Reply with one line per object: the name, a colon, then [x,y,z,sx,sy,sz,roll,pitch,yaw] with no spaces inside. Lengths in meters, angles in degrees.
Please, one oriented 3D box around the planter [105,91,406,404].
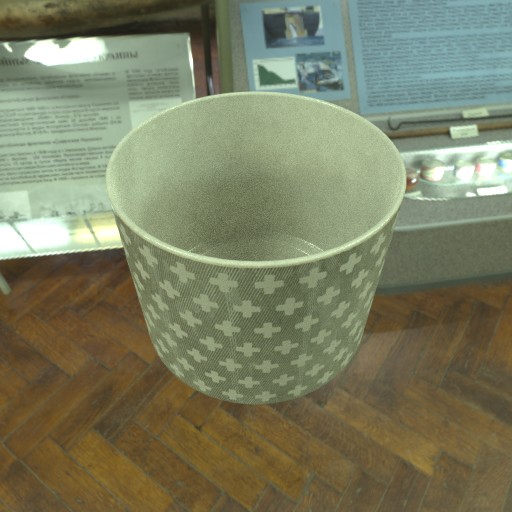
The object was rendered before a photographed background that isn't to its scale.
planter: [0.000,0.000,0.351,0.190,0.181,0.190,0,46,0]
